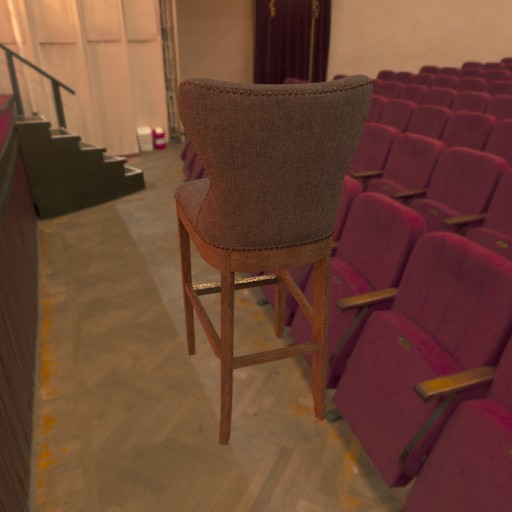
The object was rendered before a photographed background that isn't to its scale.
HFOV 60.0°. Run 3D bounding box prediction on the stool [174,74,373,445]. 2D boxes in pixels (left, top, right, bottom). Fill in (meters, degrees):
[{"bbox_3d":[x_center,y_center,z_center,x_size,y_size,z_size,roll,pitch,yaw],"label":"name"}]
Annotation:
[{"bbox_3d":[0.000,0.000,1.457,0.494,1.123,0.606,-8,27,-16],"label":"stool"}]
